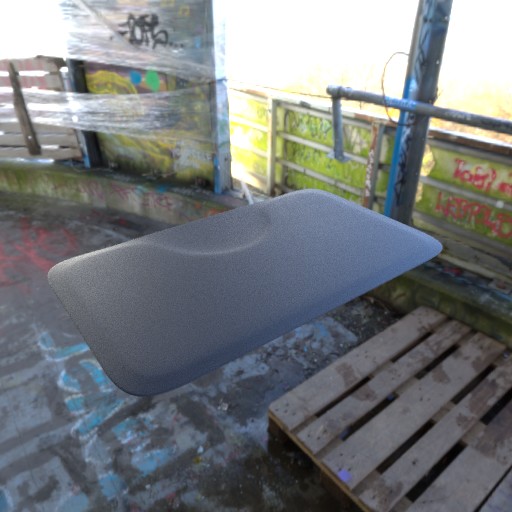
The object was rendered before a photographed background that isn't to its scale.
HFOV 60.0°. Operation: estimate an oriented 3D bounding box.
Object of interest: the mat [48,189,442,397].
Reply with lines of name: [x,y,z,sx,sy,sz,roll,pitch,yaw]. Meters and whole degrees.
mat: [0.000,0.000,1.884,1.524,0.013,0.918,-21,36,-31]
